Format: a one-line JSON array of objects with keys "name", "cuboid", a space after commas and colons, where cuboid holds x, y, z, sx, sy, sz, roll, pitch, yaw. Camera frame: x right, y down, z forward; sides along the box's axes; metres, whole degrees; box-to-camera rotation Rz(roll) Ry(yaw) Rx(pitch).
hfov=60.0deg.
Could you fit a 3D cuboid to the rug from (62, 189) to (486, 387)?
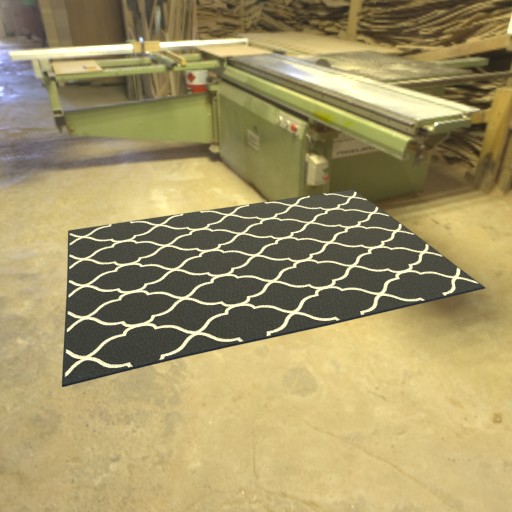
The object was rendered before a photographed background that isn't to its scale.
[{"name": "rug", "cuboid": [0.000, 0.000, 2.845, 2.294, 0.014, 1.528, -10, 33, -16]}]
